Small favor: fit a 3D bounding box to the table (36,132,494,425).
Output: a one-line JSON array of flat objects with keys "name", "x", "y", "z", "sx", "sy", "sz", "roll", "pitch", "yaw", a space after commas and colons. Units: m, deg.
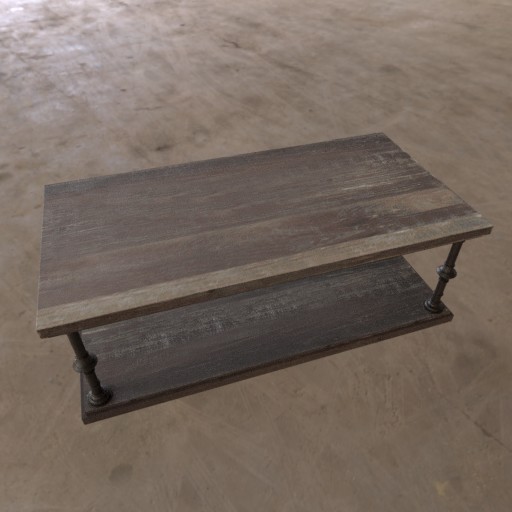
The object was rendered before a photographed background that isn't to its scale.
[{"name": "table", "x": 0.000, "y": 0.000, "z": 1.316, "sx": 1.088, "sy": 0.373, "sz": 0.554, "roll": -12, "pitch": 43, "yaw": -14}]
